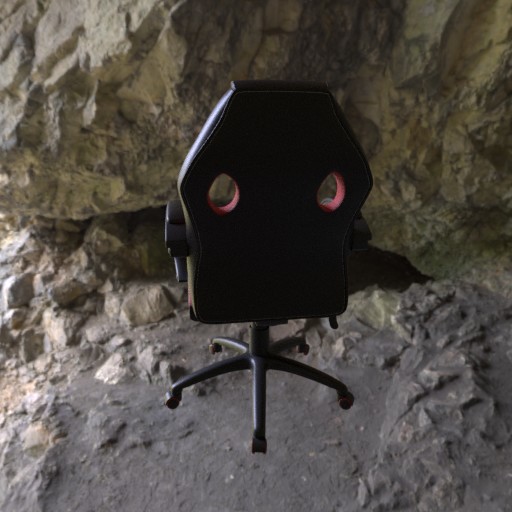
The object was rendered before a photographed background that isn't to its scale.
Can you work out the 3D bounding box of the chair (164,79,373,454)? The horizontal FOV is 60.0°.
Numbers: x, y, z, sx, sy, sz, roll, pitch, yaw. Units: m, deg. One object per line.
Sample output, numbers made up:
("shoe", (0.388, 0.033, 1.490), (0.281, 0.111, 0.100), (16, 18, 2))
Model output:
("chair", (0.000, 0.000, 1.688), (0.750, 1.189, 0.783), (-2, 16, -8))
